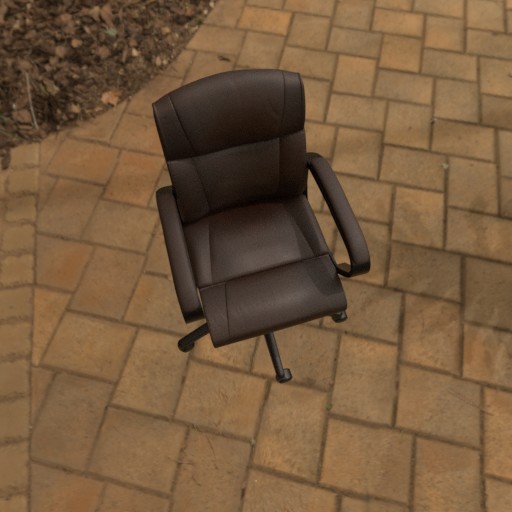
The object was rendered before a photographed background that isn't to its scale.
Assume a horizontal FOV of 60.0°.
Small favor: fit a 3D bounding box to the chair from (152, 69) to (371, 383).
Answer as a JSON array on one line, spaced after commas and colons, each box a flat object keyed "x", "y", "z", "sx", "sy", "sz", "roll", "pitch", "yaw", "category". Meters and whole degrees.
[{"x": 0.000, "y": 0.000, "z": 1.545, "sx": 0.739, "sy": 1.004, "sz": 0.717, "roll": -14, "pitch": 64, "yaw": -7, "category": "chair"}]
